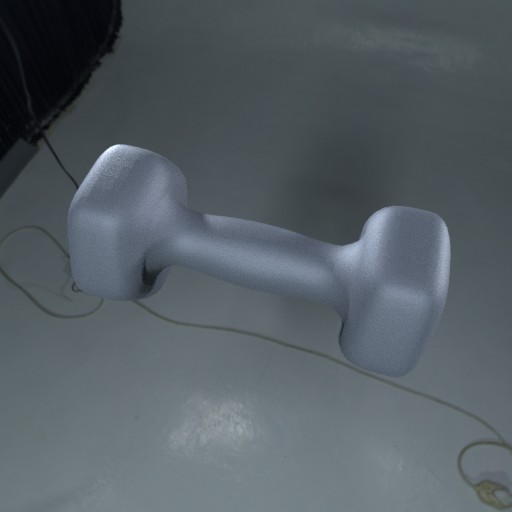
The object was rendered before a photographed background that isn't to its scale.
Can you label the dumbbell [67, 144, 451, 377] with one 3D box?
[{"bbox_3d":[0.000,0.000,0.304,0.240,0.105,0.116,14,60,8],"label":"dumbbell"}]
